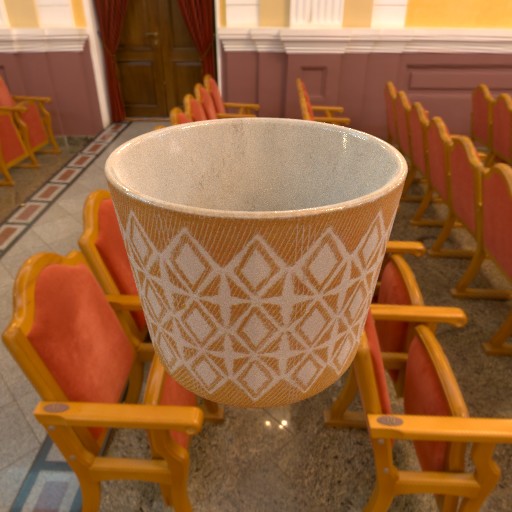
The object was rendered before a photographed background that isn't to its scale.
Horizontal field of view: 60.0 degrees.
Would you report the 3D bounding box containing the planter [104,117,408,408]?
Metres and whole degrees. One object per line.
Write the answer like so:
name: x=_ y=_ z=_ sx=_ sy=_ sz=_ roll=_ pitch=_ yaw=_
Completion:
planter: x=0.000 y=0.000 z=0.219 sx=0.126 sy=0.104 sz=0.126 roll=0 pitch=31 yaw=0
